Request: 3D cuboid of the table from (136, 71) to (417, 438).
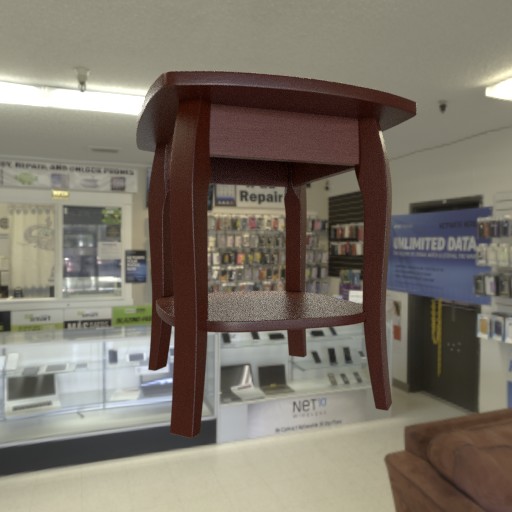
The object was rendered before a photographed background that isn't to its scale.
[{"bbox_3d":[0.000,0.000,0.846,0.433,0.496,0.502,-1,2,-19],"label":"table"}]
